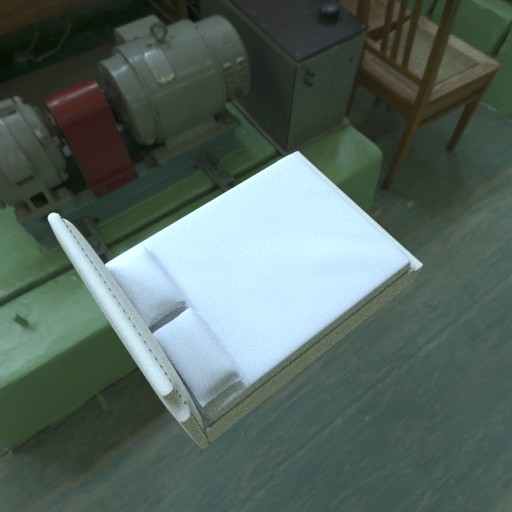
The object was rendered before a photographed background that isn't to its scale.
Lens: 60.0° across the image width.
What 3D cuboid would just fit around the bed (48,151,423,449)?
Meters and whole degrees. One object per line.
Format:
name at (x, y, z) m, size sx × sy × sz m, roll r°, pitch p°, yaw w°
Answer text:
bed at (0.000, 0.000, 3.562) m, size 2.372 × 1.443 × 1.712 m, roll -34°, pitch 65°, yaw -18°
